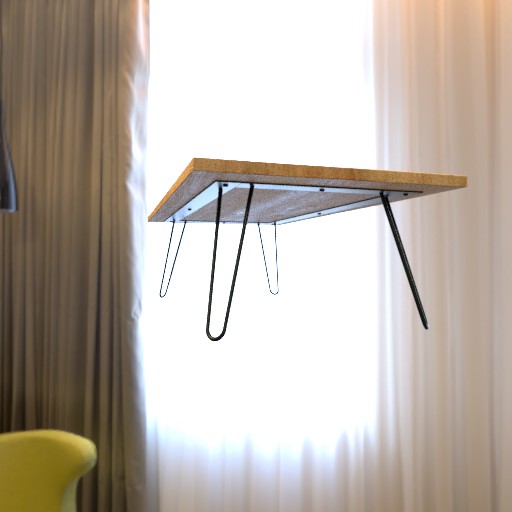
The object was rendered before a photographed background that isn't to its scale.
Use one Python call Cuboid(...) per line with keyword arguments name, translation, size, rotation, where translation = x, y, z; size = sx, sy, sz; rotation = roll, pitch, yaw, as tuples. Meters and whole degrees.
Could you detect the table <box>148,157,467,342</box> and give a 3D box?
Cuboid(name="table", translation=(0.000, 0.000, 1.660), size=(0.699, 0.400, 1.348), rotation=(0, 0, -18))
